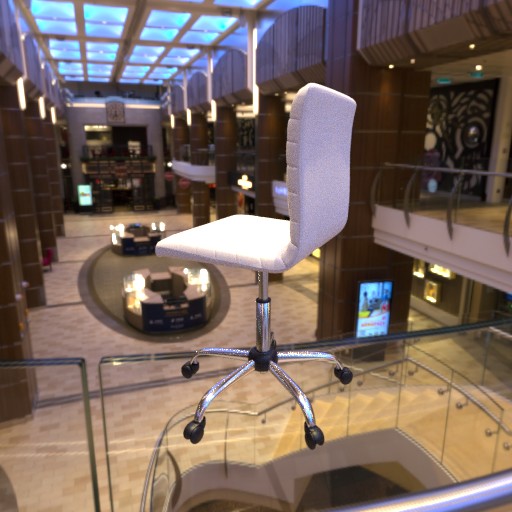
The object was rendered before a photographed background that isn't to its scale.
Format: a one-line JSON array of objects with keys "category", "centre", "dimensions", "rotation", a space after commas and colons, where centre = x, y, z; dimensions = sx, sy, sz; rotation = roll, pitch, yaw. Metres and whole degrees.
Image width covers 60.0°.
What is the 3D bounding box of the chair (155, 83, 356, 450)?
[{"category": "chair", "centre": [0.000, 0.000, 1.086], "dimensions": [0.455, 0.750, 0.520], "rotation": [6, 16, 23]}]
